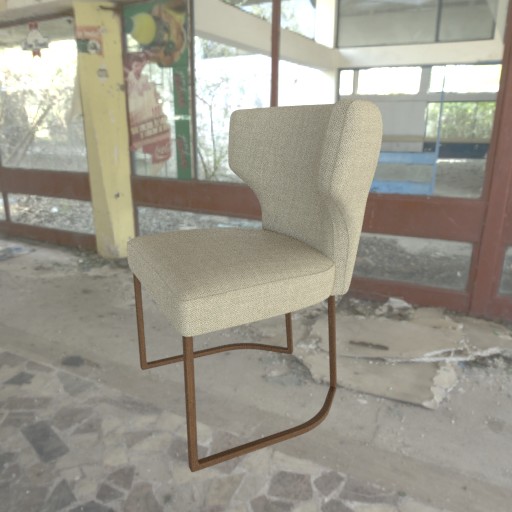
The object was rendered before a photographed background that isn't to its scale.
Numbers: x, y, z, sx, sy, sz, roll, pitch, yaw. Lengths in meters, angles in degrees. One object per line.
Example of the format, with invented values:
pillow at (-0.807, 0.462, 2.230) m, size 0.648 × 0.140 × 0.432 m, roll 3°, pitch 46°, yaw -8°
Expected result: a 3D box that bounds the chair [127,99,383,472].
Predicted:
chair at (0.000, 0.000, 1.244) m, size 0.617 × 0.824 × 0.611 m, roll -8°, pitch 18°, yaw -26°
